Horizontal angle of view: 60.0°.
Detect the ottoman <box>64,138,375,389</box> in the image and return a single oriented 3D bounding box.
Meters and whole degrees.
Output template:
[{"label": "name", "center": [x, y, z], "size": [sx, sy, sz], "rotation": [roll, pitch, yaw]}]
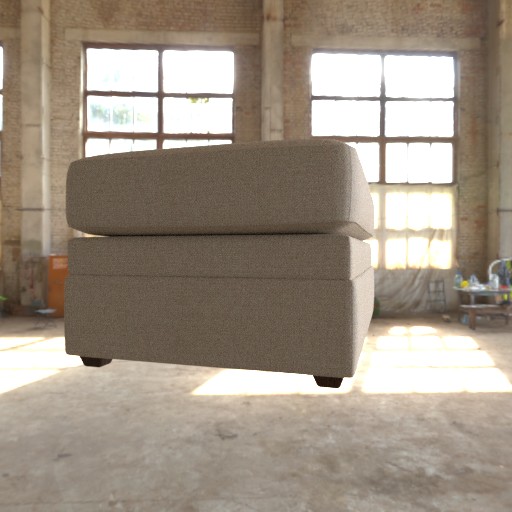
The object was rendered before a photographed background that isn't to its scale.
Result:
[{"label": "ottoman", "center": [0.000, 0.000, 1.261], "size": [0.637, 0.478, 0.885], "rotation": [0, 1, 17]}]
